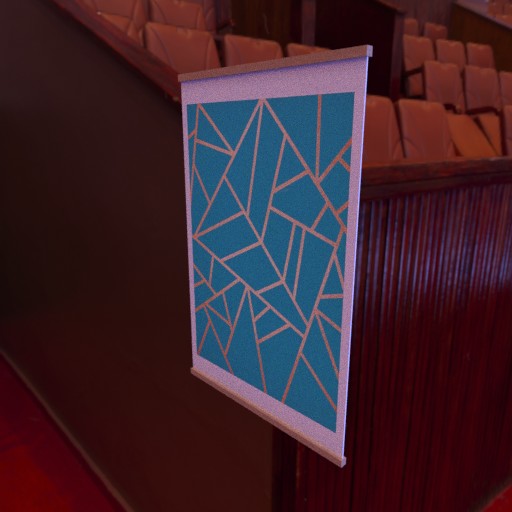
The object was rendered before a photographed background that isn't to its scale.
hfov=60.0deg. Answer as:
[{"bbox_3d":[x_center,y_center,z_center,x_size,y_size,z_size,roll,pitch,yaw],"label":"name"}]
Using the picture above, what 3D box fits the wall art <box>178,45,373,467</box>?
[{"bbox_3d":[0.000,0.000,1.887,0.030,1.519,0.990,-15,21,-42],"label":"wall art"}]
